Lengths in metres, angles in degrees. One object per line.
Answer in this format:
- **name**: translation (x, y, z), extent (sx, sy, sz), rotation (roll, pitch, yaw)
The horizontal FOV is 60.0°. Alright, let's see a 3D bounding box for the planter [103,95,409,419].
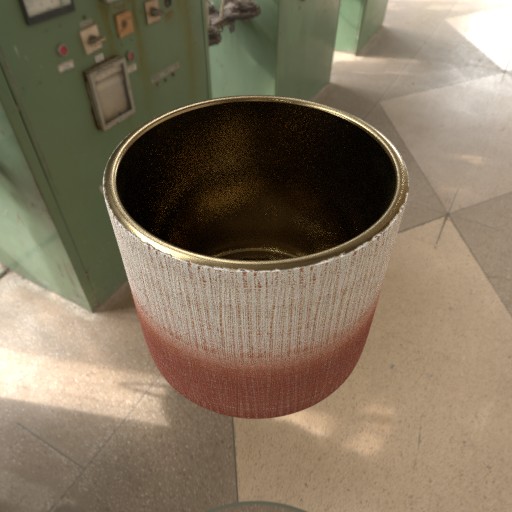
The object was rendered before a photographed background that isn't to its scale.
- **planter**: translation (0.000, 0.000, 0.314), extent (0.178, 0.157, 0.178), rotation (0, 45, 0)
